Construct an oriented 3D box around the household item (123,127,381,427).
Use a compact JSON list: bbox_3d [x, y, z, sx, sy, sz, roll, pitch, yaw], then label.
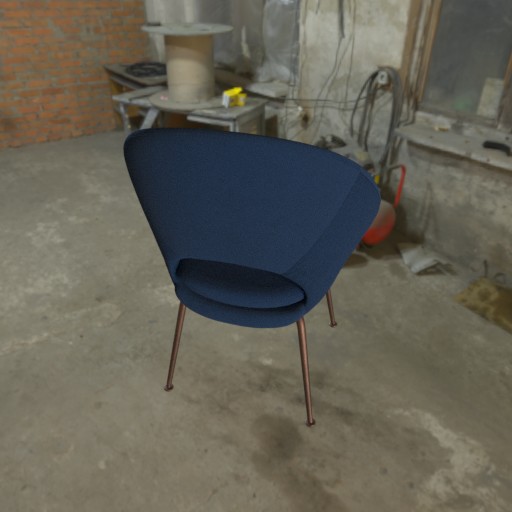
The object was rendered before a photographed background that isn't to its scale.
[{"bbox_3d":[0.000,0.000,1.247,0.623,0.852,0.573,9,33,14],"label":"household item"}]
